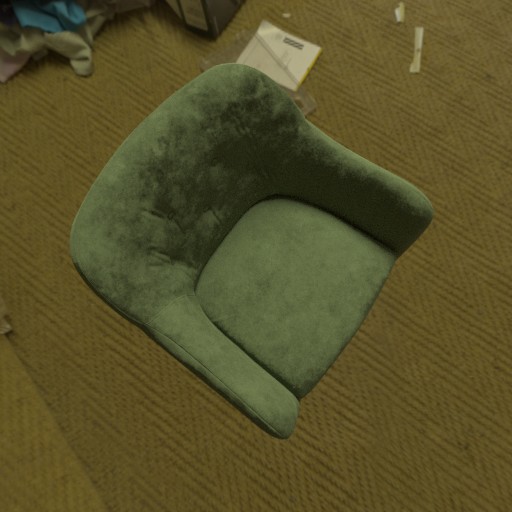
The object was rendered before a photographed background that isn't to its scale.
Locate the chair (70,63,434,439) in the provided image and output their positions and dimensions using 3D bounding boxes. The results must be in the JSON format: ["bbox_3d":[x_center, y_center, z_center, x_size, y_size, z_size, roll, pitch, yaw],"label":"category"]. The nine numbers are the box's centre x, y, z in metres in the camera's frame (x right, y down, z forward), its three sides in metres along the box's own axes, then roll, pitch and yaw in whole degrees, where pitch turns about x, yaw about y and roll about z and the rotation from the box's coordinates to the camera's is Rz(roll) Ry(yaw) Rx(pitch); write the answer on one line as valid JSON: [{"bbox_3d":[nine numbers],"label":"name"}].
[{"bbox_3d":[0.000,0.000,1.487,0.819,0.804,0.840,35,77,9],"label":"chair"}]
